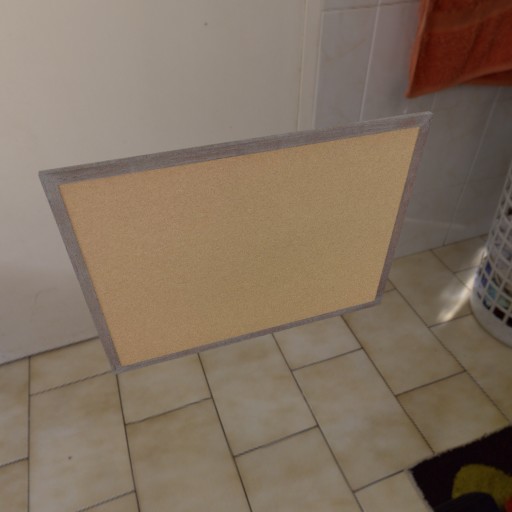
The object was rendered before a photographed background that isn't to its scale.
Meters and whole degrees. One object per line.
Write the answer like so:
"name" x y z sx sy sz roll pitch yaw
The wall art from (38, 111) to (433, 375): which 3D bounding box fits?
"wall art" 0.000 0.000 1.355 1.012 0.774 0.019 -12 43 -13
